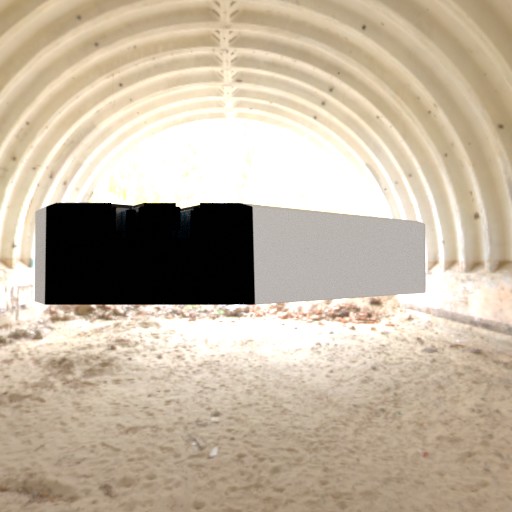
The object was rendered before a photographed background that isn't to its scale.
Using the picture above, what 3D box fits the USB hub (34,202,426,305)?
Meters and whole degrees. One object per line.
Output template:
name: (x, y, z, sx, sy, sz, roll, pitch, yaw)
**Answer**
USB hub: (0.000, 0.000, 0.128, 0.110, 0.023, 0.044, 1, -1, -37)
